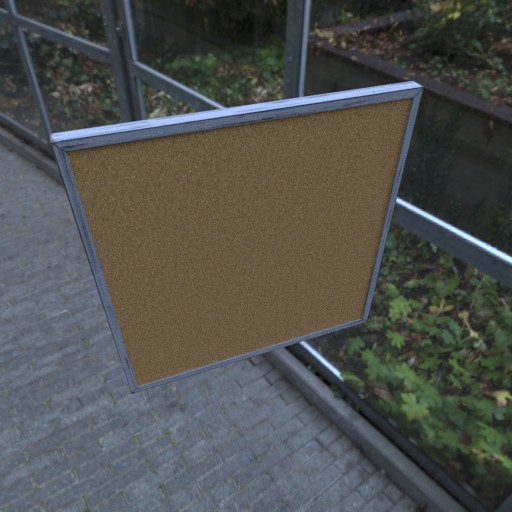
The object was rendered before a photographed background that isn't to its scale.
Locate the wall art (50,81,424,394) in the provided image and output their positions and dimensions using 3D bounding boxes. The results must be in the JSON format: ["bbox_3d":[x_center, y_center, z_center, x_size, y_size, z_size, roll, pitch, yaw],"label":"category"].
[{"bbox_3d":[0.000,0.000,1.113,0.761,0.761,0.037,-14,42,-16],"label":"wall art"}]
